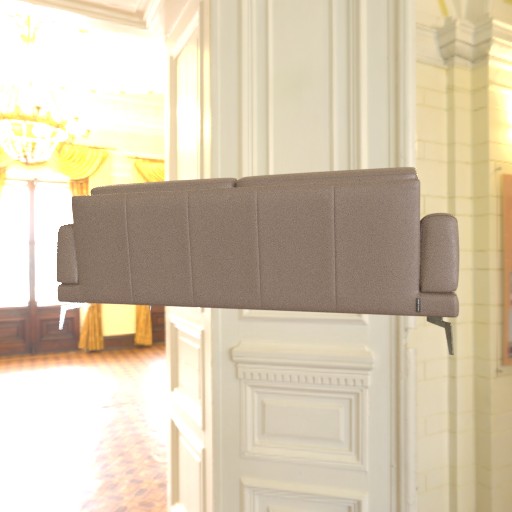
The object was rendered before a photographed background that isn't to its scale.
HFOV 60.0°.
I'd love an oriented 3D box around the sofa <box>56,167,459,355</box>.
[{"bbox_3d":[0.000,0.000,2.396,1.940,0.765,0.974,0,0,18],"label":"sofa"}]
